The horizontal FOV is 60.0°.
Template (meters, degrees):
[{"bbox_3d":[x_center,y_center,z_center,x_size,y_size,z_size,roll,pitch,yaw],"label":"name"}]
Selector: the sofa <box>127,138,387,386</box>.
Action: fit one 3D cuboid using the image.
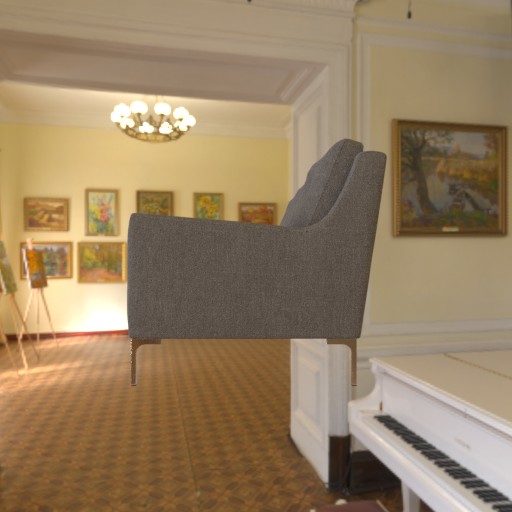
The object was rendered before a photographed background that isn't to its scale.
[{"bbox_3d":[0.000,0.000,2.442,0.849,0.837,2.060,0,0,0],"label":"sofa"}]
